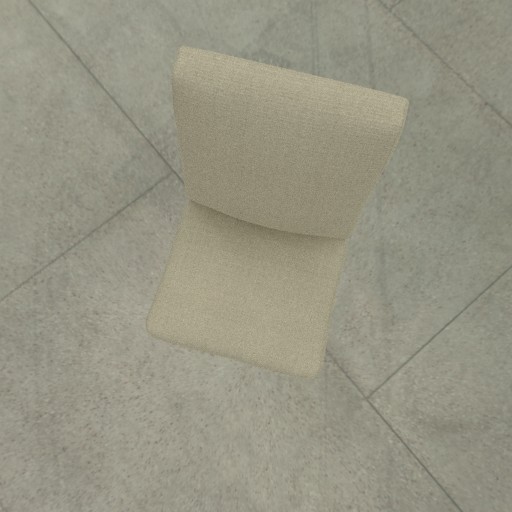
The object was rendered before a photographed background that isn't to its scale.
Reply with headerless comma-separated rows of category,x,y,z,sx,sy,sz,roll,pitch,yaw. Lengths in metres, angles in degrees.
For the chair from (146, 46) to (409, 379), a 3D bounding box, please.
chair,0.000,0.000,1.246,0.507,0.911,0.586,15,77,3
